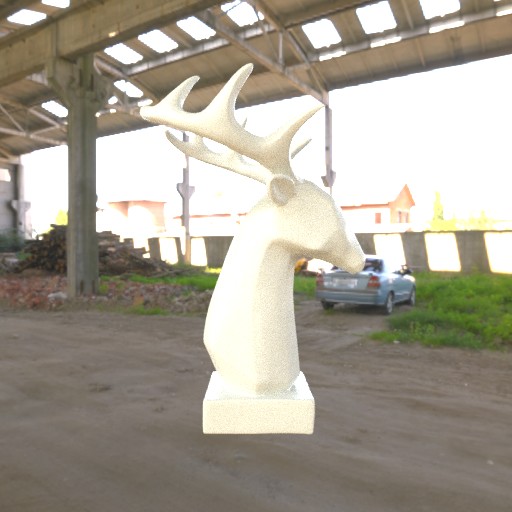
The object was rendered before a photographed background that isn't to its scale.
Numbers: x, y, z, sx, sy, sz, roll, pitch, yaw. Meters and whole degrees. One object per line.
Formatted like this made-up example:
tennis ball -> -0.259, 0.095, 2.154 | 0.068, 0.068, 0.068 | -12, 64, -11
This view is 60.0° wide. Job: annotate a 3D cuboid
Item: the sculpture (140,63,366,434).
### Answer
sculpture -> 0.000, 0.000, 0.457 | 0.224, 0.329, 0.174 | 0, 0, -1
